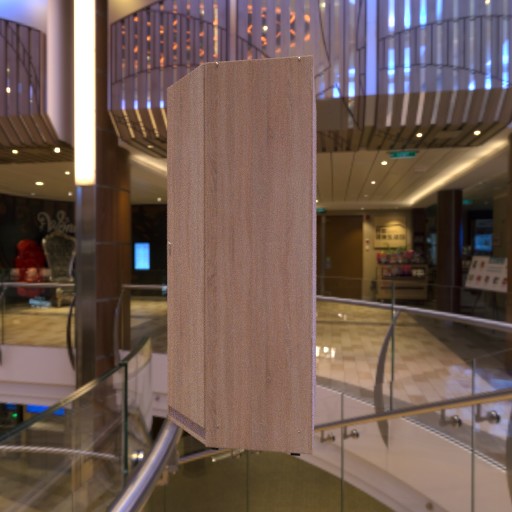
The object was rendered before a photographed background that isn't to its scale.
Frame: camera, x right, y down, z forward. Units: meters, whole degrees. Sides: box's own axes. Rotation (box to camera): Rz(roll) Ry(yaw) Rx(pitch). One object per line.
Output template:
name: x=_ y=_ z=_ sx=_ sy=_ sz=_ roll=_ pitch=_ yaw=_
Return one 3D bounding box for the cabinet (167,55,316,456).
cabinet: x=0.000 y=0.000 z=2.944 sx=1.094 sy=2.120 sz=1.327 roll=0 pitch=1 yaw=-36
